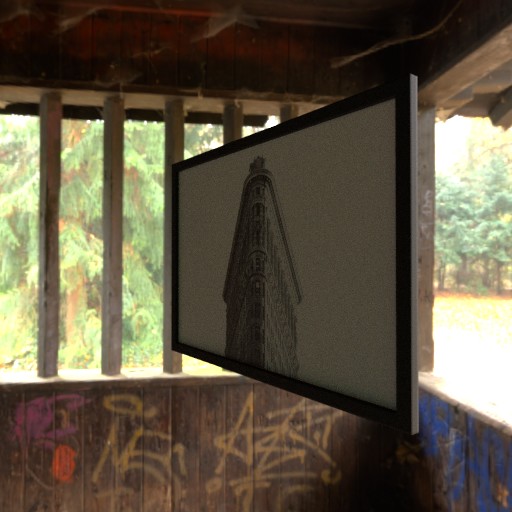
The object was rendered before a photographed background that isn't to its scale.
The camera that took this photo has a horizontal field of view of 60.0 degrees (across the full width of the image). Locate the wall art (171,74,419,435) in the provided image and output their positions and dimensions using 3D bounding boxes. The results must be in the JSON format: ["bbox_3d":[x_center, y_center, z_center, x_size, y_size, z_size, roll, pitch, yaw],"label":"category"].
[{"bbox_3d":[0.000,0.000,1.192,0.026,0.656,0.958,0,-1,-37],"label":"wall art"}]
